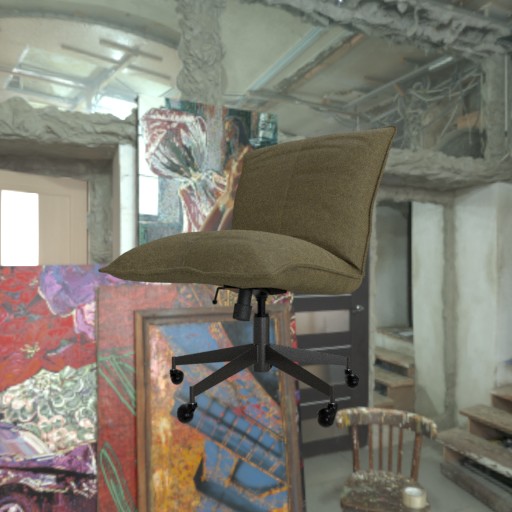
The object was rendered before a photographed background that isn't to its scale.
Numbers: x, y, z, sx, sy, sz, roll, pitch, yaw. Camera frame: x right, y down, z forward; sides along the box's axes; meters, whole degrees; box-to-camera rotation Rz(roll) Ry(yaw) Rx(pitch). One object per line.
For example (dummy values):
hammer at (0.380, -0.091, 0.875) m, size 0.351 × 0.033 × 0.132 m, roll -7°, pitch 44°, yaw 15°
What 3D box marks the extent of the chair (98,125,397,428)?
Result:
chair at (0.000, 0.000, 1.282) m, size 0.597 × 0.811 × 0.696 m, roll 0°, pitch 0°, yaw 37°
